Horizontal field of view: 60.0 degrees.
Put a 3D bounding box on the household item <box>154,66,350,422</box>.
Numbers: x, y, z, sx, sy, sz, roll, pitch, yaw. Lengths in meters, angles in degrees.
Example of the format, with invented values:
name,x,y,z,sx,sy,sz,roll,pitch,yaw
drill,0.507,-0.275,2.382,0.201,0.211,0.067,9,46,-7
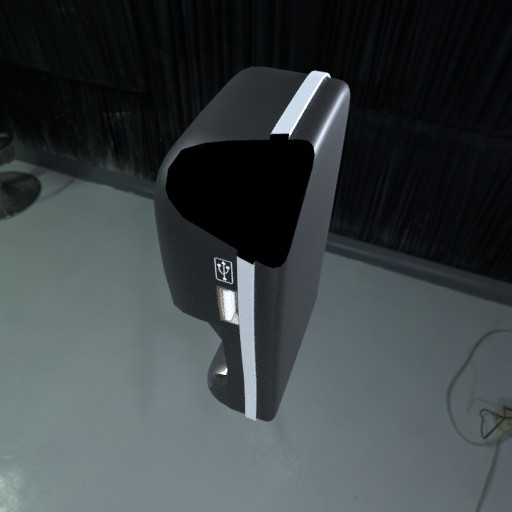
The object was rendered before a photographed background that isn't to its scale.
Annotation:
name,x,y,z,sx,sy,sz,roll,pitch,yaw
household item,0.000,0.000,0.152,0.038,0.114,0.070,15,50,14
